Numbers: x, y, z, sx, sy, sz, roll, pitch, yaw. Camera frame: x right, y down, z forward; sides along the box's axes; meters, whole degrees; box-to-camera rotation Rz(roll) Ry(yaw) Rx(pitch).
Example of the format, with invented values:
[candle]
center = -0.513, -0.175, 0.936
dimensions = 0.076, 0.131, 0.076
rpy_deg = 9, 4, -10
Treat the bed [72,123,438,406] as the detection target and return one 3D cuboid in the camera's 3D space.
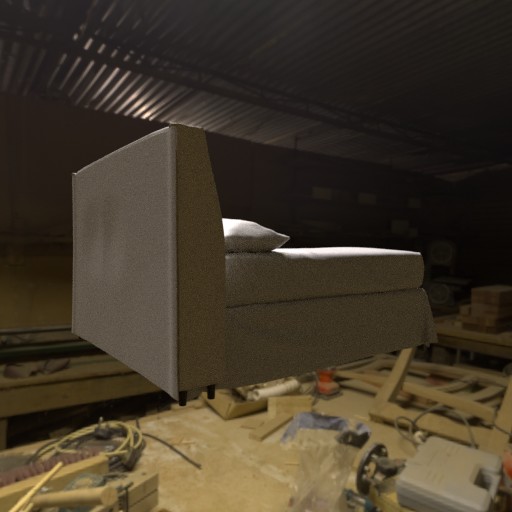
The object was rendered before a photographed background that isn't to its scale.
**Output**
[bed]
center = 0.000, 0.000, 3.429
dimensions = 2.276, 1.332, 1.925
rpy_deg = -1, 2, -36
